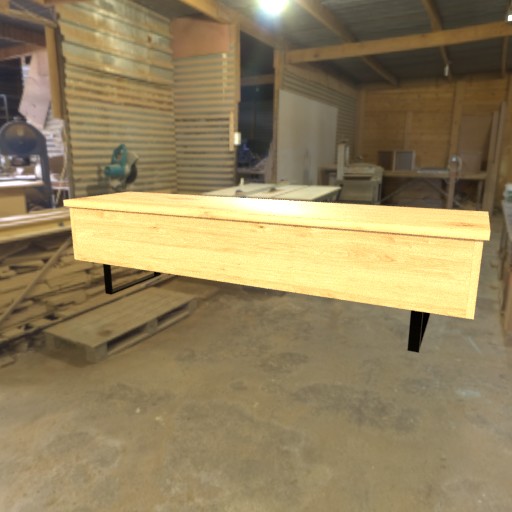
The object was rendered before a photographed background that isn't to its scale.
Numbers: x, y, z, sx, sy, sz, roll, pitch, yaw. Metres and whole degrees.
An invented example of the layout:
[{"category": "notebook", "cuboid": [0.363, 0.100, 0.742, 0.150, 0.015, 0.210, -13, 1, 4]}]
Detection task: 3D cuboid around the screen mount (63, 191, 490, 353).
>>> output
[{"category": "screen mount", "cuboid": [0.000, 0.000, 1.865, 1.700, 0.430, 0.450, 7, 15, 25]}]
